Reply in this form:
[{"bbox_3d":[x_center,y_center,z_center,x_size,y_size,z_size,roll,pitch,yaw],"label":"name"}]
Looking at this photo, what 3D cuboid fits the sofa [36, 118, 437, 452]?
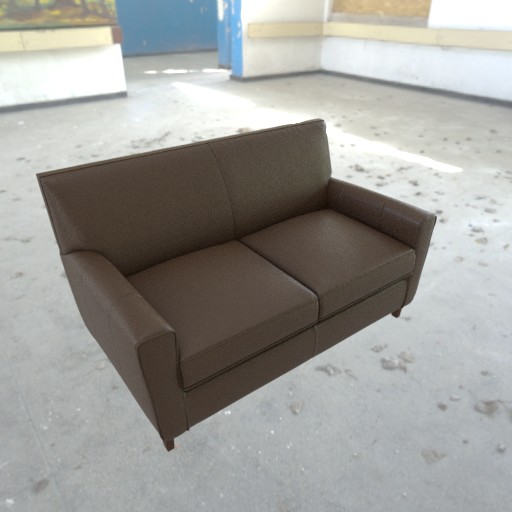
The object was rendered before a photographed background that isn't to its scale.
[{"bbox_3d":[0.000,0.000,1.985,1.468,0.859,0.853,-21,36,-31],"label":"sofa"}]
